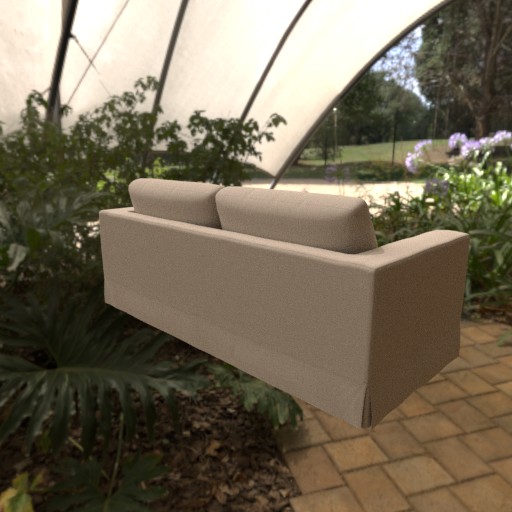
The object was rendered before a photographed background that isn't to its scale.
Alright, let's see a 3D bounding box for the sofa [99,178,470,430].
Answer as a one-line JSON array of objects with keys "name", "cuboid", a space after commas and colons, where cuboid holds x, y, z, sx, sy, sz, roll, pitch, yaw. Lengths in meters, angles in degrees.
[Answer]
[{"name": "sofa", "cuboid": [0.000, 0.000, 2.686, 2.163, 0.881, 0.954, 13, 19, 43]}]
